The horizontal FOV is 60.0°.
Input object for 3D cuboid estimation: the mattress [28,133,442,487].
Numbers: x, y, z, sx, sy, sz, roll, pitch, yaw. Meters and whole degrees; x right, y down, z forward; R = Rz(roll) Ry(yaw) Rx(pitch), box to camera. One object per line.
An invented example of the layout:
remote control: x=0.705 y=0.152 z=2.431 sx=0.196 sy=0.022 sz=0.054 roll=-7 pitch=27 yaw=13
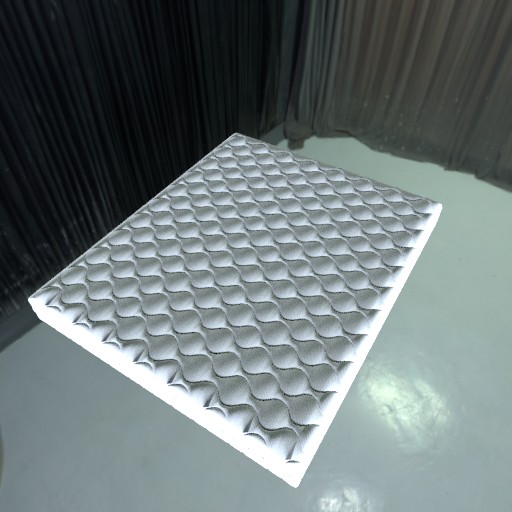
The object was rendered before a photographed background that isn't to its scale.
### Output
mattress: x=0.000 y=0.000 z=2.589 sx=1.600 sy=0.200 sz=1.900 roll=25 pitch=51 yaw=22
